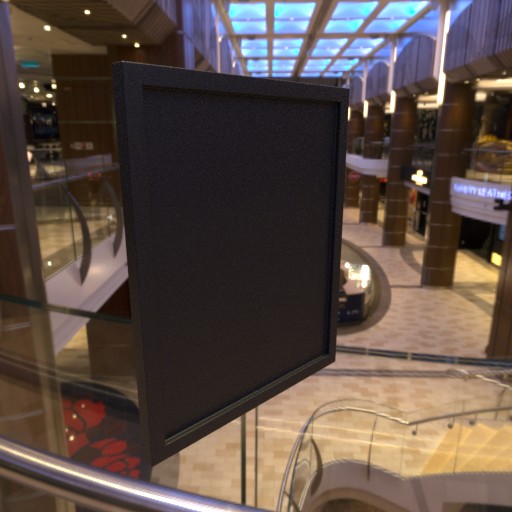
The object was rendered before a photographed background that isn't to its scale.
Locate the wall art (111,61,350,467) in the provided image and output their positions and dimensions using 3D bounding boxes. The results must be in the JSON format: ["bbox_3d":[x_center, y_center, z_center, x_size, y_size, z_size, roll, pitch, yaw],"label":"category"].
[{"bbox_3d":[0.000,0.000,0.747,0.457,0.559,0.028,-14,21,-42],"label":"wall art"}]
